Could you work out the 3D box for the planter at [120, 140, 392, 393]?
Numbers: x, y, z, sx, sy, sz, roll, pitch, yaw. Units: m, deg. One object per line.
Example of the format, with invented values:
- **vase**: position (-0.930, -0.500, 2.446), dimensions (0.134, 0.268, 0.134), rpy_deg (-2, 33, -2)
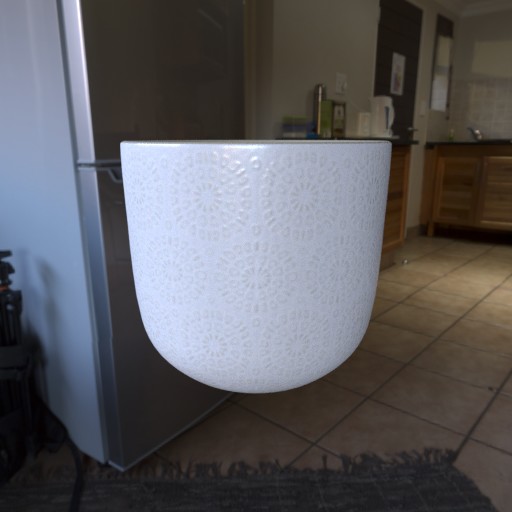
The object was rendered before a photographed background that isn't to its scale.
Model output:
- **planter**: position (0.000, 0.000, 0.378), dimensions (0.208, 0.190, 0.208), rpy_deg (0, 15, 0)
